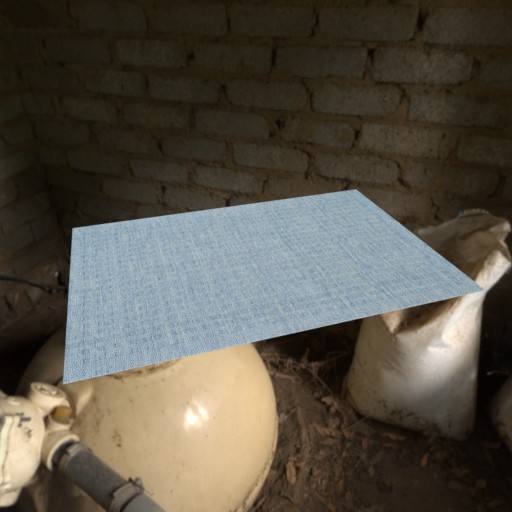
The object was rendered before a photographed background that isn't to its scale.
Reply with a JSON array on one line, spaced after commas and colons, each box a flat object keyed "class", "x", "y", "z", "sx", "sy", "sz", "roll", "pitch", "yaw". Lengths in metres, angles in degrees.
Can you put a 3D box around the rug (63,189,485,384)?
[{"class": "rug", "x": 0.000, "y": 0.000, "z": 2.877, "sx": 2.286, "sy": 0.006, "sz": 1.522, "roll": -10, "pitch": 33, "yaw": -15}]
